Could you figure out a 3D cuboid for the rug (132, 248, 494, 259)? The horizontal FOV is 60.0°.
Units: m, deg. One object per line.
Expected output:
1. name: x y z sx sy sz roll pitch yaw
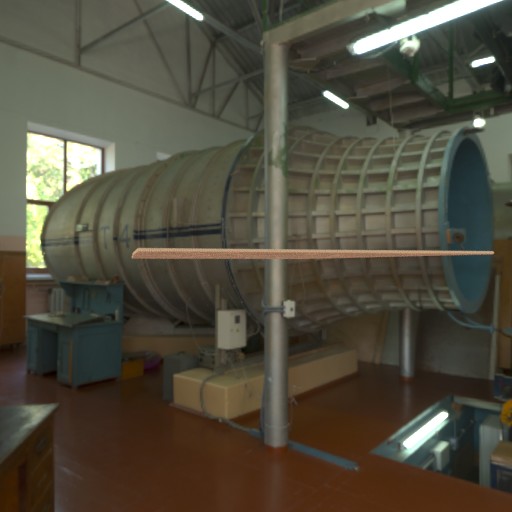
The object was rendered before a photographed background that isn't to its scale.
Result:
1. rug: 0.000 0.000 2.832 1.526 0.014 2.290 0 -1 -16
